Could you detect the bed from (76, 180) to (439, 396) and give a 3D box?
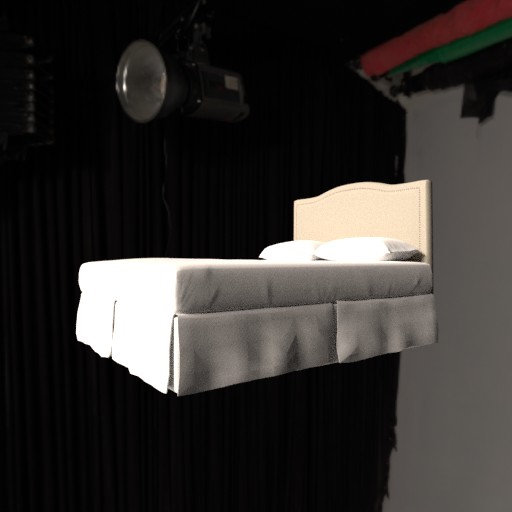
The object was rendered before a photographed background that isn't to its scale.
[{"bbox_3d":[0.000,0.000,3.704,2.477,1.437,1.977,0,0,-36],"label":"bed"}]
